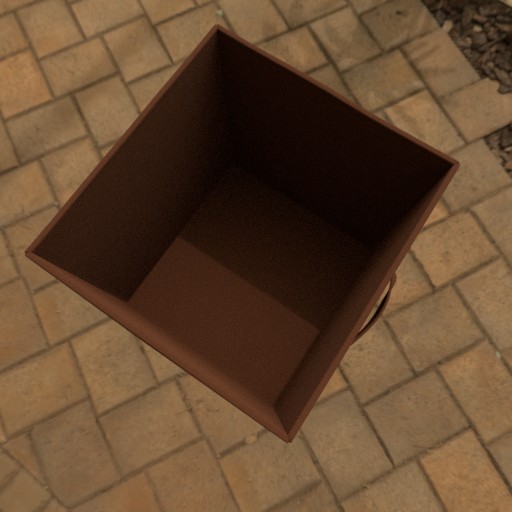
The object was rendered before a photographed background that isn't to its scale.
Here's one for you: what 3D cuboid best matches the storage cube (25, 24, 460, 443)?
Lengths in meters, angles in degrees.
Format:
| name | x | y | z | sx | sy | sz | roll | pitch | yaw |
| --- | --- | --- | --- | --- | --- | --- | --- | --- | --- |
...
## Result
| name | x | y | z | sx | sy | sz | roll | pitch | yaw |
| --- | --- | --- | --- | --- | --- | --- | --- | --- | --- |
| storage cube | 0.000 | 0.000 | 0.493 | 0.270 | 0.280 | 0.270 | 33 | 78 | 8 |
